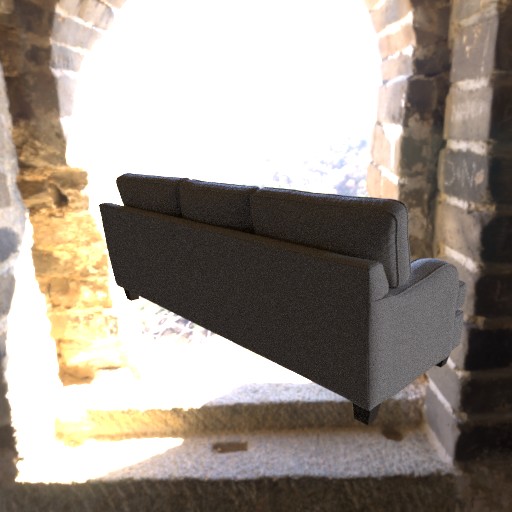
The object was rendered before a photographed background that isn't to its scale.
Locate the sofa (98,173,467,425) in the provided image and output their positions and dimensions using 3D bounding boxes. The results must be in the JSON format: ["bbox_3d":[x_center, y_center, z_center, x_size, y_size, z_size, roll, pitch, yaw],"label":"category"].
[{"bbox_3d":[0.000,0.000,2.844,1.016,0.997,2.323,-14,21,-42],"label":"sofa"}]
